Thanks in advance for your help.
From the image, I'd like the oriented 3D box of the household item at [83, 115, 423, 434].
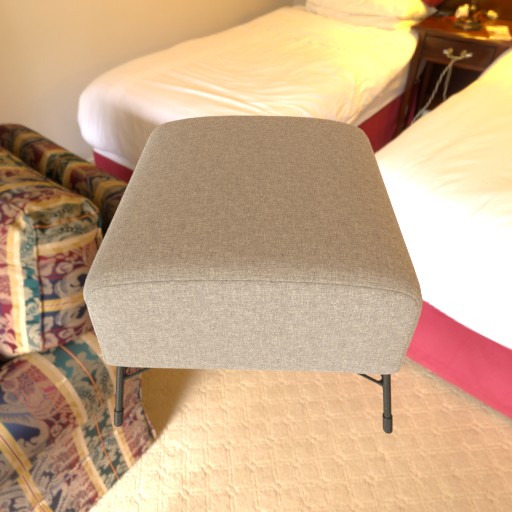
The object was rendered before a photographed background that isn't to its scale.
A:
[{"bbox_3d":[0.000,0.000,0.899,0.530,0.410,0.530,1,42,1],"label":"household item"}]
